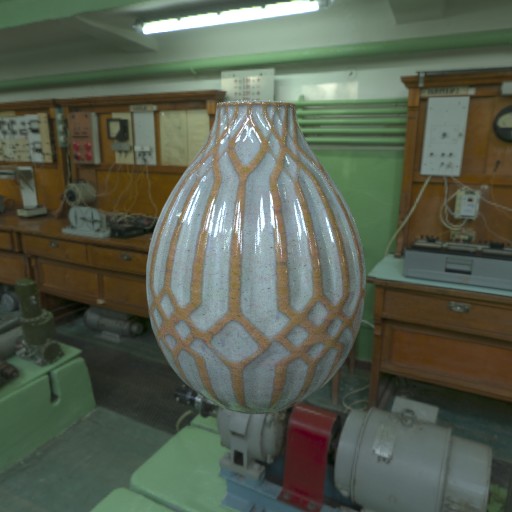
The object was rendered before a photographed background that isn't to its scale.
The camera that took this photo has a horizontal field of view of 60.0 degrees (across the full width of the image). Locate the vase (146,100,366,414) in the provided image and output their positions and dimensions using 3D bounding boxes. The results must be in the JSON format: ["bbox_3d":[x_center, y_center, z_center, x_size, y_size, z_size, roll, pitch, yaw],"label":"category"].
[{"bbox_3d":[0.000,0.000,0.268,0.131,0.175,0.131,0,15,0],"label":"vase"}]
